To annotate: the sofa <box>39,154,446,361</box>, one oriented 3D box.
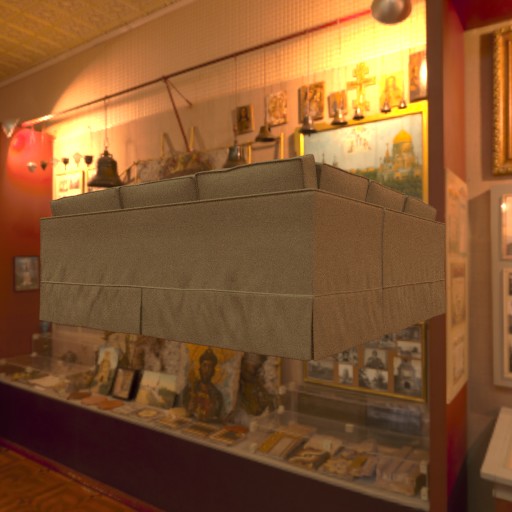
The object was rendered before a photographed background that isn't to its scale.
[{"bbox_3d":[0.000,0.000,3.957,2.623,1.081,2.618,-1,-1,36],"label":"sofa"}]
